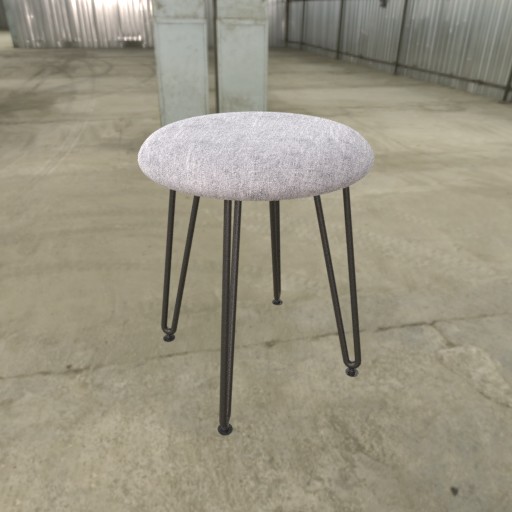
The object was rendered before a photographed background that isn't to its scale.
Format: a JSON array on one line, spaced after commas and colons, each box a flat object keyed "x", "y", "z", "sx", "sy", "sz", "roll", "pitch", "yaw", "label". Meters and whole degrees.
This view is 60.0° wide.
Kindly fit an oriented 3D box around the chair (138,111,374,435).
[{"x": 0.000, "y": 0.000, "z": 0.671, "sx": 0.350, "sy": 0.386, "sz": 0.350, "roll": 8, "pitch": 30, "yaw": 14, "label": "chair"}]
